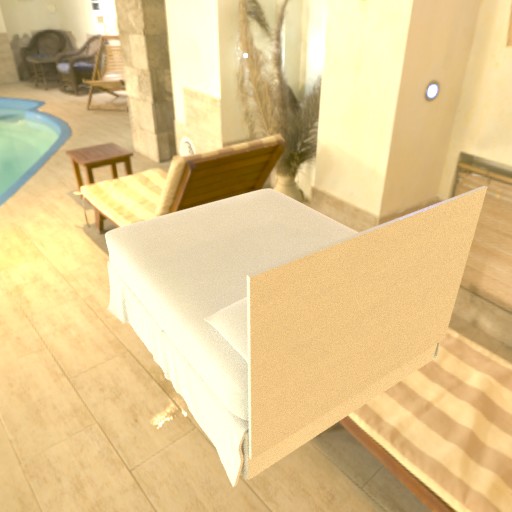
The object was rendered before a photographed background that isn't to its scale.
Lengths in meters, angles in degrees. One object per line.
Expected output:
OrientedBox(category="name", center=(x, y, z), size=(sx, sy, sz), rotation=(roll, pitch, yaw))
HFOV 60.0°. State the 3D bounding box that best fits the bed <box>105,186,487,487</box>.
OrientedBox(category="bed", center=(0.000, 0.000, 3.129), size=(1.745, 1.335, 2.094), rotation=(-20, 36, -30))
